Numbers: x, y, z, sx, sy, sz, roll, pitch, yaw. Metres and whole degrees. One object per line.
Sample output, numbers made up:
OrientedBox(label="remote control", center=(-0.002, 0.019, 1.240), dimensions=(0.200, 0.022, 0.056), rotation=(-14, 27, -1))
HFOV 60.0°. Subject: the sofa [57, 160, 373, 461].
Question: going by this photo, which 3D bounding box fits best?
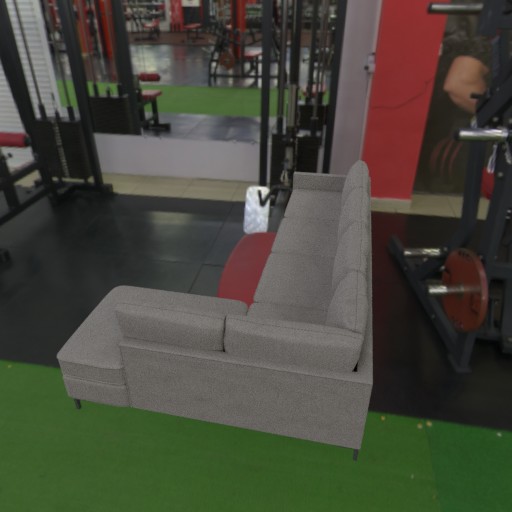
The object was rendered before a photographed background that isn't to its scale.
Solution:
OrientedBox(label="sofa", center=(0.000, 0.000, 4.208), dimensions=(2.077, 0.964, 3.331), rotation=(6, 32, 10))
